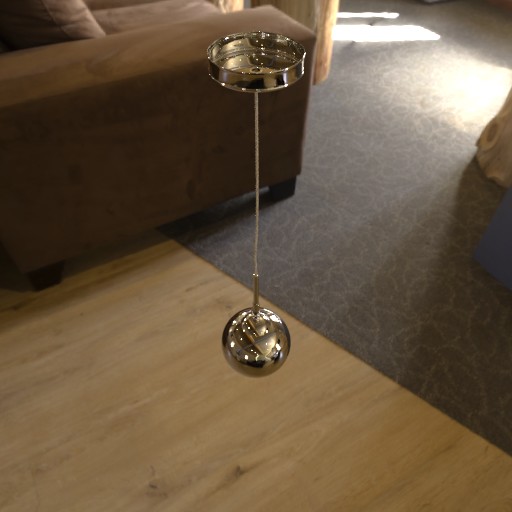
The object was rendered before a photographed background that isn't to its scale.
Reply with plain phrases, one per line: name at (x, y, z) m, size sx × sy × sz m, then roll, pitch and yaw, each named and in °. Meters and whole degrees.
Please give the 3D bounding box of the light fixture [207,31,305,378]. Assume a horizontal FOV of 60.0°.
light fixture at (0.000, 0.000, 1.690) m, size 0.336 × 1.538 × 0.336 m, roll -10°, pitch 48°, yaw -9°
